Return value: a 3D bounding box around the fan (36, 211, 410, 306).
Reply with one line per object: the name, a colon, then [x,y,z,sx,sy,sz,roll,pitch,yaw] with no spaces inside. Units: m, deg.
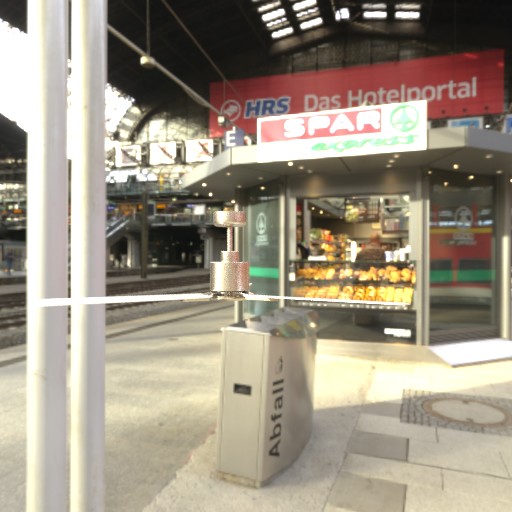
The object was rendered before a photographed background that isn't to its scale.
fan: [0.000,0.000,2.331,1.531,0.446,1.561,0,0,19]
